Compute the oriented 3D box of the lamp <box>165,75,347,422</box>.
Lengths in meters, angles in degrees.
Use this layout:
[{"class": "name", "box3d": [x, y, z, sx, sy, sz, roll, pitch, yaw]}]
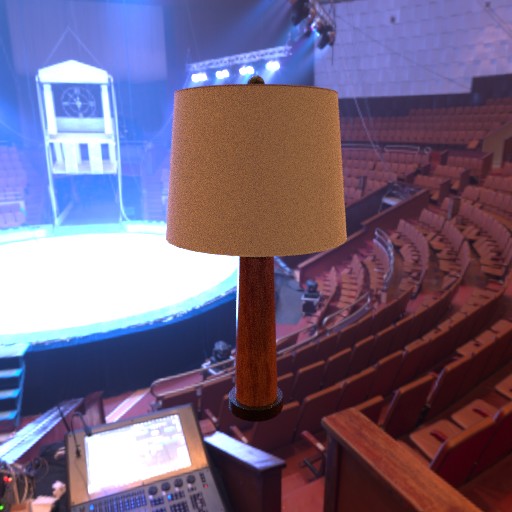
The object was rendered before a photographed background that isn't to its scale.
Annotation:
[{"class": "lamp", "box3d": [0.000, 0.000, 0.876, 0.349, 0.667, 0.349, 0, 14, 0]}]
